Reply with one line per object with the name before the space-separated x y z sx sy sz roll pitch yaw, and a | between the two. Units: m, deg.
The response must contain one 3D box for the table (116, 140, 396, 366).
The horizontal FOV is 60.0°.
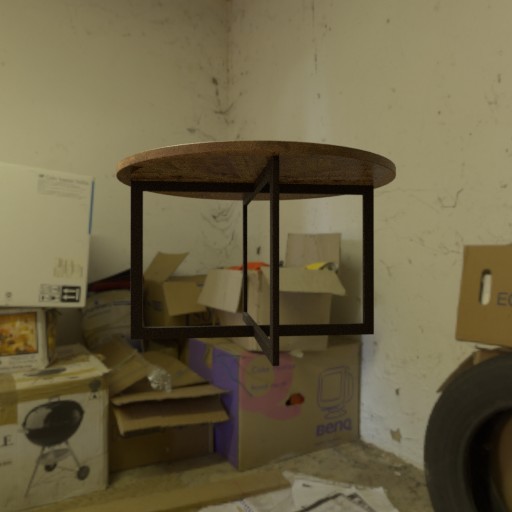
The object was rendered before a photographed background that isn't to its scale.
table | 0.000 0.000 2.097 1.264 0.762 1.264 0 0 0
